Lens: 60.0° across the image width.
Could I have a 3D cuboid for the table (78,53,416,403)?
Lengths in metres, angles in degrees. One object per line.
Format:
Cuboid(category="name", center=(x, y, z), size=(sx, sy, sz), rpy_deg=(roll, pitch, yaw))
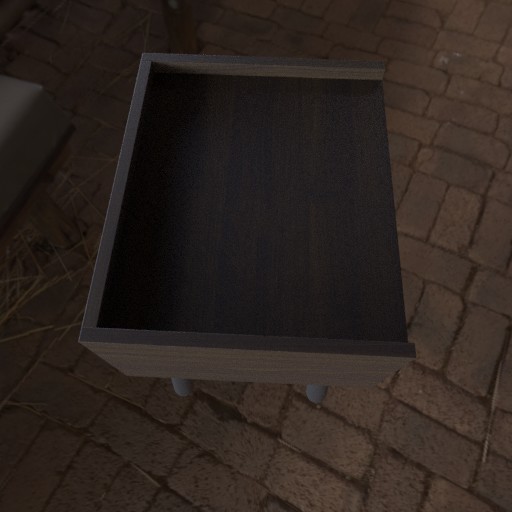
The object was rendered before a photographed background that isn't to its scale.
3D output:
Cuboid(category="table", center=(0.000, 0.000, 0.793), size=(0.370, 0.470, 0.450), rpy_deg=(3, 65, 1))
